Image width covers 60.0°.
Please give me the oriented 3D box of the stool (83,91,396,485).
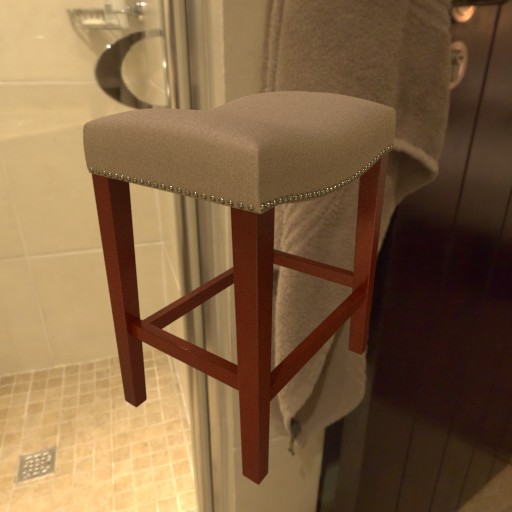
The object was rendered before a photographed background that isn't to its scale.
[{"bbox_3d":[0.000,0.000,0.948,0.375,0.632,0.509,17,30,32],"label":"stool"}]
